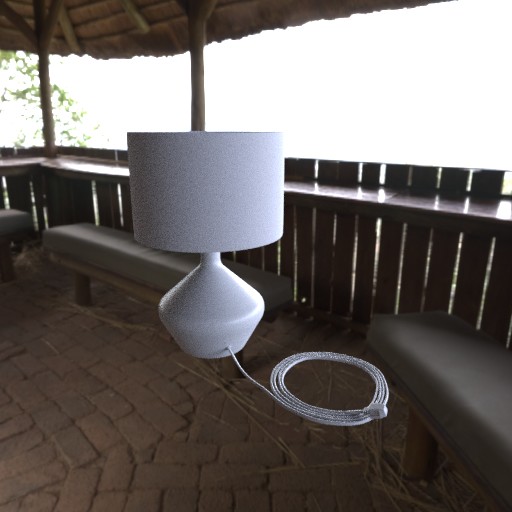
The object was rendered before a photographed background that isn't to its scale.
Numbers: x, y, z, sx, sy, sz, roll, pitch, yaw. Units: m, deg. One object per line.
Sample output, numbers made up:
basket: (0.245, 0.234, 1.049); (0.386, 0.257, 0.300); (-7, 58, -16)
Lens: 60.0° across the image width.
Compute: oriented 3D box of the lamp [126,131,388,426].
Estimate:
lamp: (0.000, 0.000, 0.849); (0.401, 0.457, 0.546); (-8, 18, -25)
